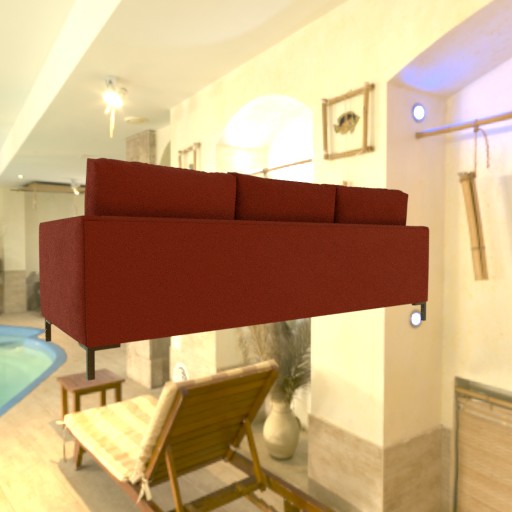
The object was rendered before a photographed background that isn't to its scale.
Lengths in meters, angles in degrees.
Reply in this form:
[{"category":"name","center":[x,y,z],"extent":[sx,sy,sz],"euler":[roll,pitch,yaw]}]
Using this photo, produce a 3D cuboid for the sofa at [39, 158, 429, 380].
[{"category":"sofa","center":[0.000,0.000,2.644],"extent":[2.252,0.879,0.875],"euler":[-1,2,-36]}]
